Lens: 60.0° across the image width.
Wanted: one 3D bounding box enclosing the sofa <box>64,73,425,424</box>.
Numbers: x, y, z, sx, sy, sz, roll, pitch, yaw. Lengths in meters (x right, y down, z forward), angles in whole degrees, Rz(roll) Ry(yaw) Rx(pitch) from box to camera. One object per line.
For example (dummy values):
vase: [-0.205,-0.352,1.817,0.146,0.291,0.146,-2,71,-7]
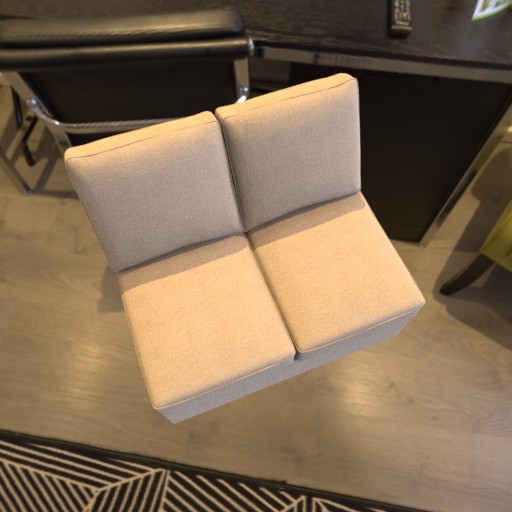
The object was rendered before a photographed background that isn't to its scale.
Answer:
sofa: [0.000,0.000,1.981,1.232,1.006,0.978,-19,63,-10]
